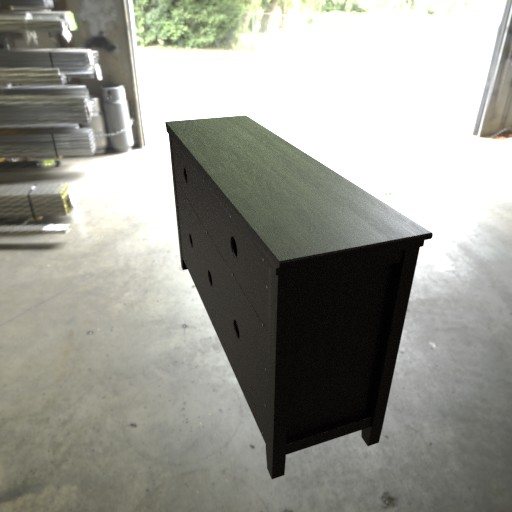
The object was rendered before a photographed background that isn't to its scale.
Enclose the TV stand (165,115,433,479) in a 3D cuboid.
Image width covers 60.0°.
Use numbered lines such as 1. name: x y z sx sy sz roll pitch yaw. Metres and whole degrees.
1. TV stand: 0.000 0.000 1.519 0.347 0.681 1.198 -10 31 -17
